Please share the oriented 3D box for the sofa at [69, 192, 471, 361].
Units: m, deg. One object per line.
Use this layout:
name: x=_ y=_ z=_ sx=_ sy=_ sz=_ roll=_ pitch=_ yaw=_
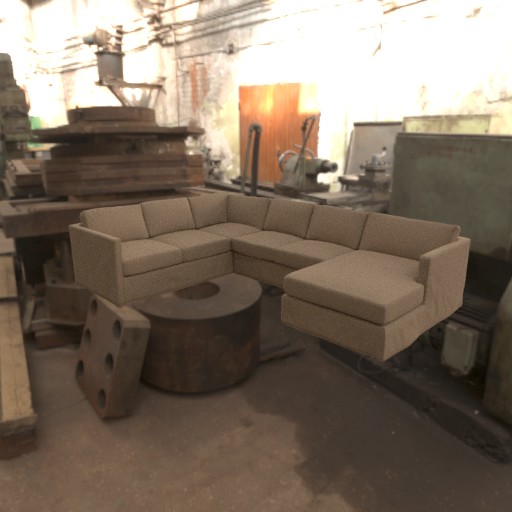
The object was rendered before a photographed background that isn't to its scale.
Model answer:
sofa: x=0.000 y=0.000 z=4.623 sx=3.460 sy=0.882 sz=2.427 roll=15 pitch=21 yaw=42
